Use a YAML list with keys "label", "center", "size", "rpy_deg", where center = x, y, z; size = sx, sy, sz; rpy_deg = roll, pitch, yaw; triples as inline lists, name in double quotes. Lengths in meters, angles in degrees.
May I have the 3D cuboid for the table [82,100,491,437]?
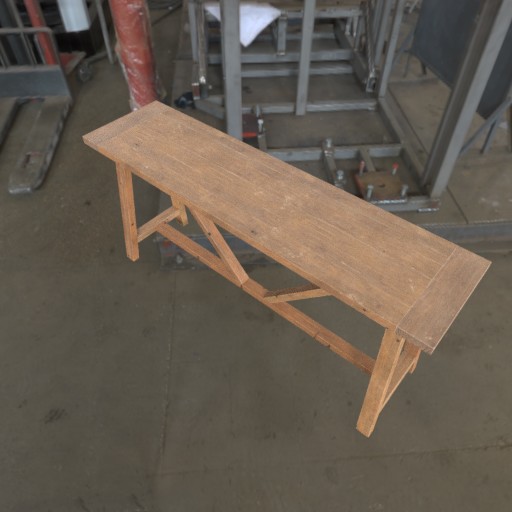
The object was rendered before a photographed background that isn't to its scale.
- label: "table"
  center: [0.000, 0.000, 2.144]
  size: [1.800, 0.810, 0.465]
  rpy_deg: [32, 54, 26]
